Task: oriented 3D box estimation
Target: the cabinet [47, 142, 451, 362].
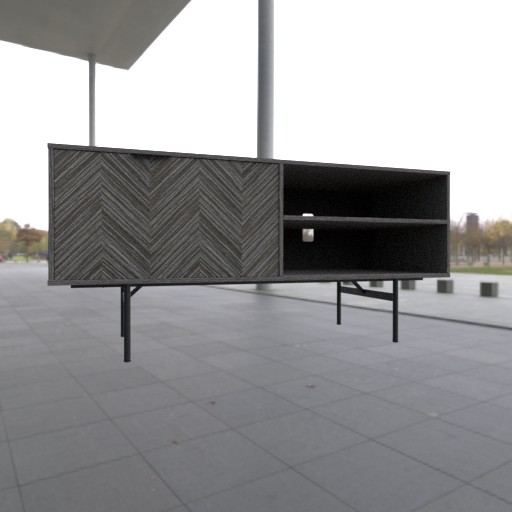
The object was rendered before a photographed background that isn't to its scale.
[{"bbox_3d":[0.000,0.000,1.580,1.300,0.599,0.500,0,0,-18],"label":"cabinet"}]
